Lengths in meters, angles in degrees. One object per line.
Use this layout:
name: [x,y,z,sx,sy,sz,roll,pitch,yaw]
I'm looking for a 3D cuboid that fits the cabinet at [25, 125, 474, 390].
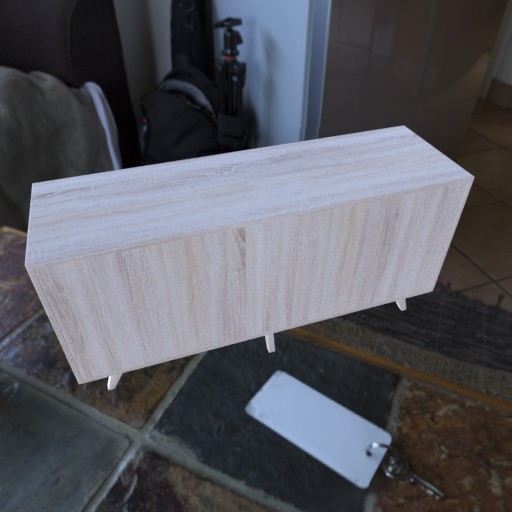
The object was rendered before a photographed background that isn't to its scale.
cabinet: [0.000,0.000,1.980,1.650,0.780,0.500,-12,42,-14]
